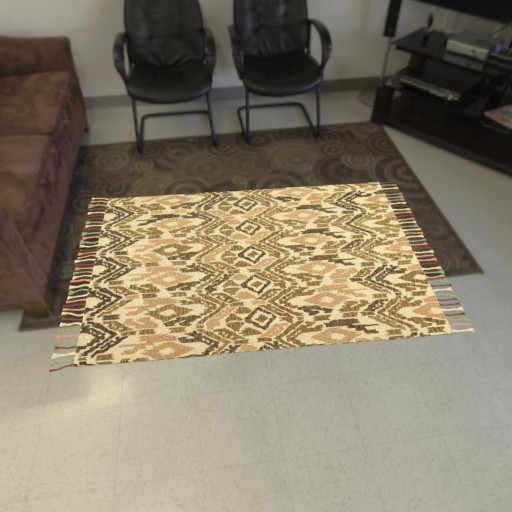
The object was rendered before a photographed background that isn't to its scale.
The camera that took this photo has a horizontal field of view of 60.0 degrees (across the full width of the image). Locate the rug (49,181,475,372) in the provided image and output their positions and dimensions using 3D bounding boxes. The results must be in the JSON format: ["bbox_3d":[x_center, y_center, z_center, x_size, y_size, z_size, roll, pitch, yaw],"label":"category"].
[{"bbox_3d":[0.000,0.000,3.014,2.438,0.008,1.524,-4,46,-4],"label":"rug"}]
